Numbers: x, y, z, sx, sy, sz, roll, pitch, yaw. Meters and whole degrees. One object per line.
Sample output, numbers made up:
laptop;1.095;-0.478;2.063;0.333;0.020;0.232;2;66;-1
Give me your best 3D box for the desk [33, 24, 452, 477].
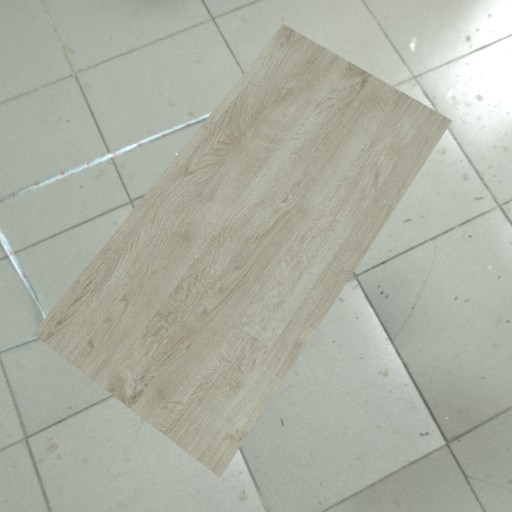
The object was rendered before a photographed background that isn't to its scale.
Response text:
desk;0.000;0.000;1.500;0.560;0.730;1.096;34;78;8
